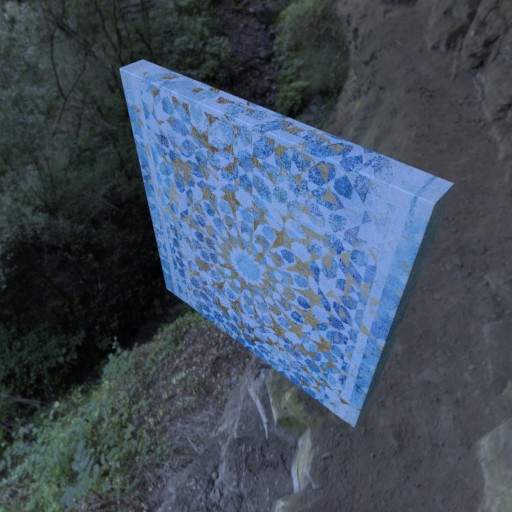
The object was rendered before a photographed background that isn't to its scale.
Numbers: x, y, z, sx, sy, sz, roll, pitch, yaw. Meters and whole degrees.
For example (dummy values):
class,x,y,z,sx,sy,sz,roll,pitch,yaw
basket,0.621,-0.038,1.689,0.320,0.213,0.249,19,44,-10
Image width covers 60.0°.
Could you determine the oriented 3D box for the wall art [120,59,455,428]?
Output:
class,x,y,z,sx,sy,sz,roll,pitch,yaw
wall art,0.000,0.000,0.595,0.405,0.405,0.037,31,53,28
